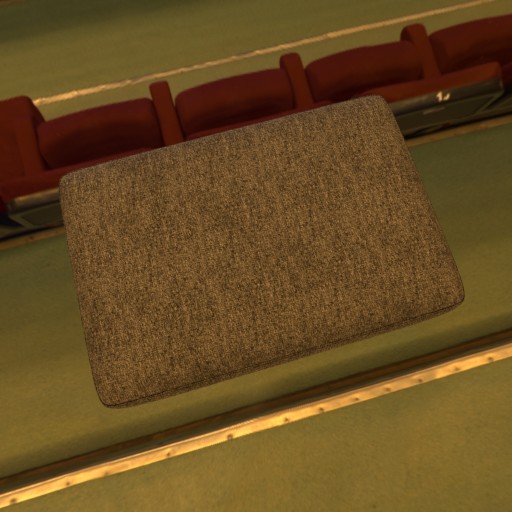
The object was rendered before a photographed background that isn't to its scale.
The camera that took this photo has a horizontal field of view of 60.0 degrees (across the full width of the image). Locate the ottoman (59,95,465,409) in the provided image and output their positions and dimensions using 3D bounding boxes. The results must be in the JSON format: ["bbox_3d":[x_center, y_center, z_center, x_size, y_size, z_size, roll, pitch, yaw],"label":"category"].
[{"bbox_3d":[0.000,0.000,1.199,0.864,0.483,0.584,-15,76,-4],"label":"ottoman"}]
